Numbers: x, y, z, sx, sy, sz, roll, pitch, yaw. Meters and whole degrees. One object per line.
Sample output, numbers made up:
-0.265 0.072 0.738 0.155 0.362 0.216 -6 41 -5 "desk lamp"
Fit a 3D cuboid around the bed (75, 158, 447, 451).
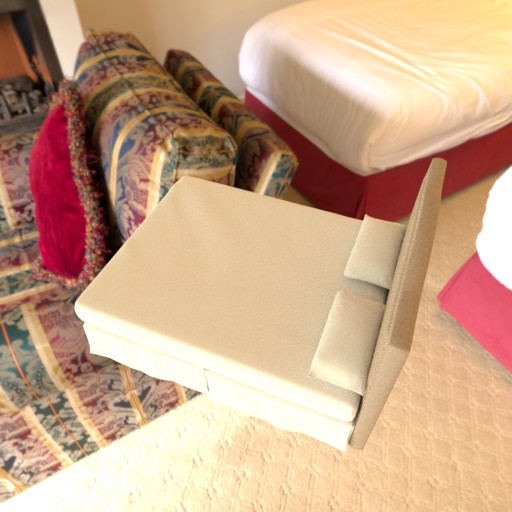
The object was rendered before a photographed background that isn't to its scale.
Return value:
0.000 0.000 3.402 2.282 1.436 1.821 17 49 15 "bed"
